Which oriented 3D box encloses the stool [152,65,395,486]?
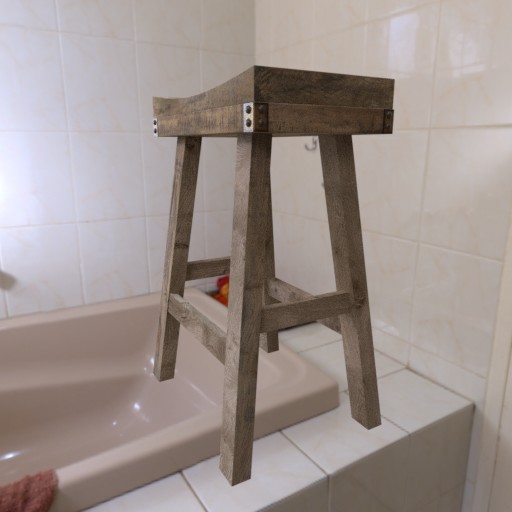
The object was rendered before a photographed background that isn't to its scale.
[{"bbox_3d":[0.000,0.000,0.894,0.330,0.635,0.450,-8,16,-29],"label":"stool"}]
